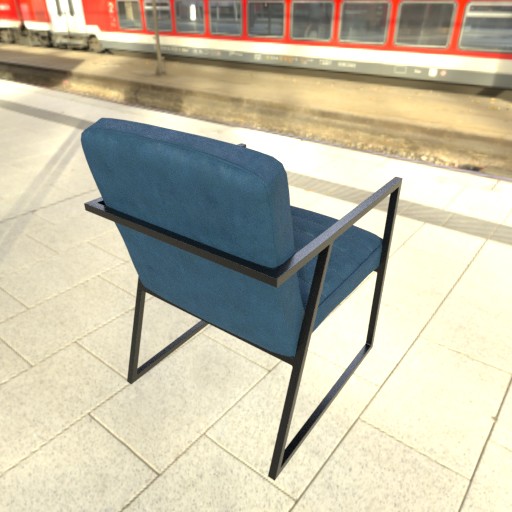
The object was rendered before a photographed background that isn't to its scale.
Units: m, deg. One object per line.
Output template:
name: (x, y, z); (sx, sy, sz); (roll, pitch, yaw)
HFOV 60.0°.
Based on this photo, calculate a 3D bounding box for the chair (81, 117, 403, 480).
chair: (0.000, 0.000, 1.272); (0.571, 0.833, 0.677); (21, 36, 31)
